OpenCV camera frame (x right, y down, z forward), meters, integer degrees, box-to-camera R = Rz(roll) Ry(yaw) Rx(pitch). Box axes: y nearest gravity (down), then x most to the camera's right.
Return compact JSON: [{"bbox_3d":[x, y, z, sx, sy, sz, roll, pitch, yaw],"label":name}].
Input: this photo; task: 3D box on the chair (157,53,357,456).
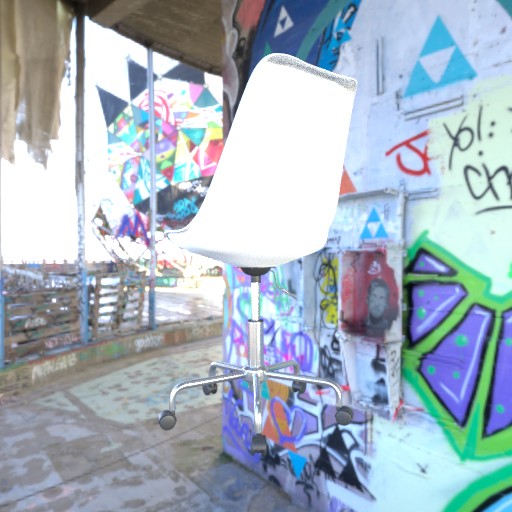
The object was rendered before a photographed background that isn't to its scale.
[{"bbox_3d":[0.000,0.000,1.287,0.550,0.930,0.550,0,0,-38],"label":"chair"}]
